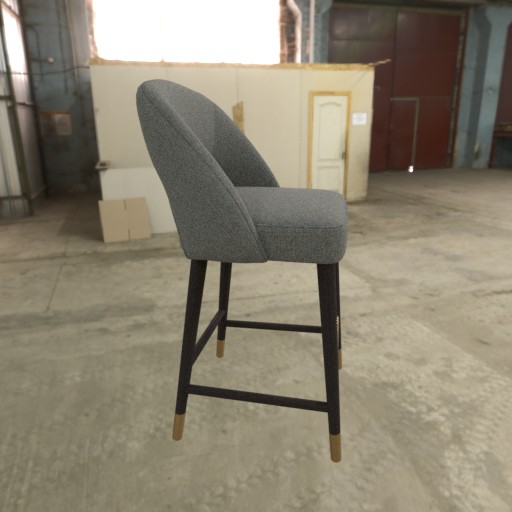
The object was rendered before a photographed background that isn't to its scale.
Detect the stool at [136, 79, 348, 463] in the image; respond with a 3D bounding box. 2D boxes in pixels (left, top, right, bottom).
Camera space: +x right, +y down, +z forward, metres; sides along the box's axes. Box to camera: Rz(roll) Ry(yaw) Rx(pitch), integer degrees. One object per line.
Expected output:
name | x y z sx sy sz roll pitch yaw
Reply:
stool | 0.000 0.000 1.241 0.524 0.925 0.536 3 17 10
